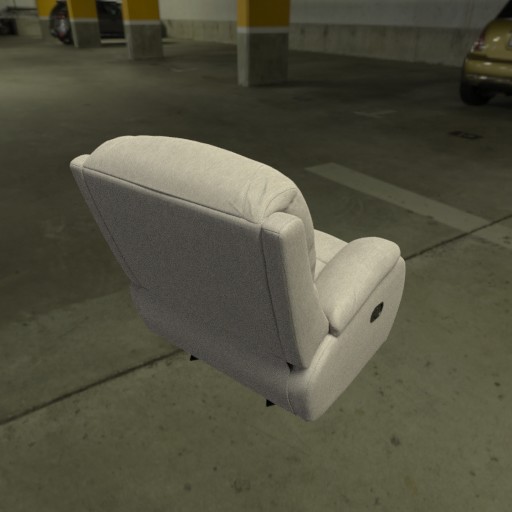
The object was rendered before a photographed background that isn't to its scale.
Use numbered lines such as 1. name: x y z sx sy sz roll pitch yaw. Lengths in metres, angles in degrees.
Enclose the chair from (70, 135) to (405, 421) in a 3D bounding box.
1. chair: 0.000 0.000 1.712 0.930 1.011 0.899 21 35 33
